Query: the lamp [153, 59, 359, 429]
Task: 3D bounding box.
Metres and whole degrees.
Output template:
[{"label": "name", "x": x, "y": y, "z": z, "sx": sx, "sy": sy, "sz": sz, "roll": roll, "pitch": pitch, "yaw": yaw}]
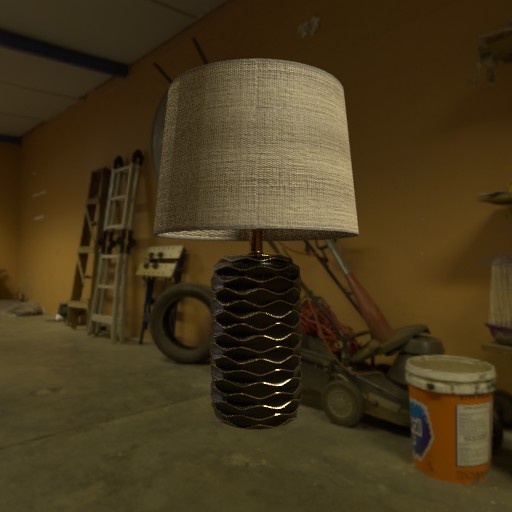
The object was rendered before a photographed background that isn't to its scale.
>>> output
[{"label": "lamp", "x": 0.000, "y": 0.000, "z": 0.830, "sx": 0.376, "sy": 0.594, "sz": 0.376, "roll": 0, "pitch": -1, "yaw": 0}]
